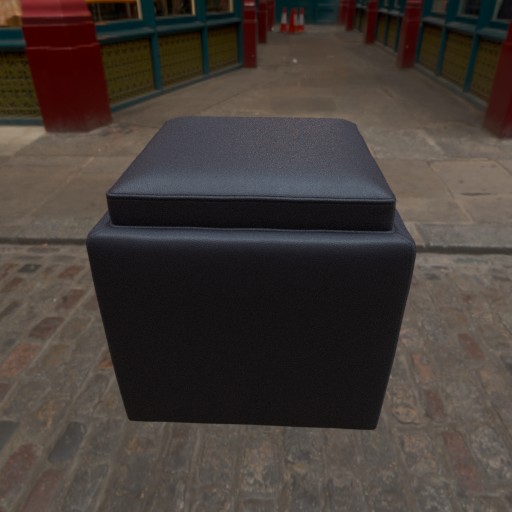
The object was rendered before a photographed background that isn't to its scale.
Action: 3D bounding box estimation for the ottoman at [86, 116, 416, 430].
[{"bbox_3d":[0.000,0.000,0.840,0.451,0.460,0.450,1,31,2],"label":"ottoman"}]
